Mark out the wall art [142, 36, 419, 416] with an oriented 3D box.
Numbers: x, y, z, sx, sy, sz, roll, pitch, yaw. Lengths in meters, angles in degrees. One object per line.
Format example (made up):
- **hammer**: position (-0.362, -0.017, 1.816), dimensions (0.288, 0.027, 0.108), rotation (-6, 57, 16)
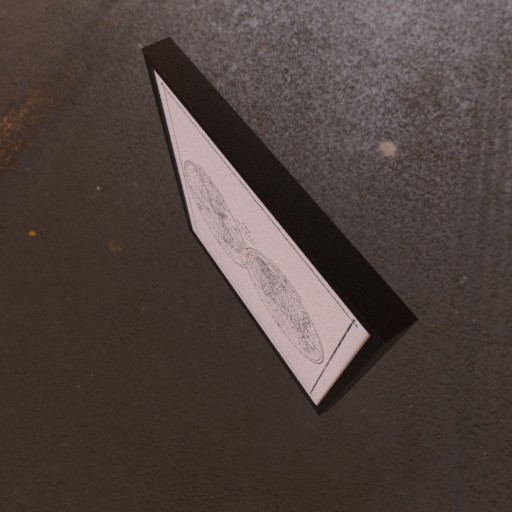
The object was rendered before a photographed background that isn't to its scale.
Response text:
- **wall art**: position (0.000, 0.000, 0.480), dimensions (0.029, 0.318, 0.327), rotation (-31, 67, -15)
